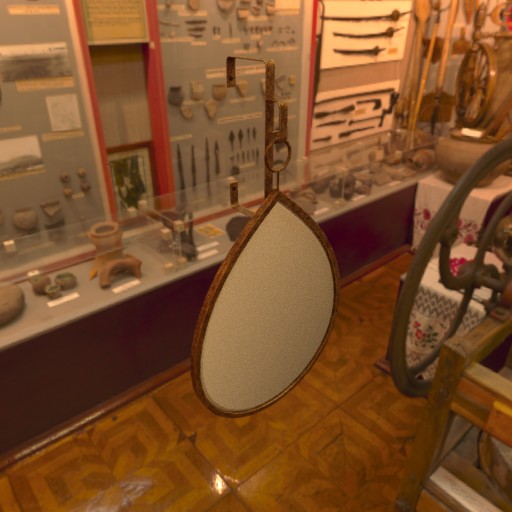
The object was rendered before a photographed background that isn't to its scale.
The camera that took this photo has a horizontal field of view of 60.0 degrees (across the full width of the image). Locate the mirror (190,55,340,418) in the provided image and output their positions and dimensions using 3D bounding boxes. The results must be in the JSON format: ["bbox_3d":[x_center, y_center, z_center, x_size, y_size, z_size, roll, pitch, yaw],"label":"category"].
[{"bbox_3d":[0.000,0.000,0.912,0.405,0.744,0.144,-22,36,-33],"label":"mirror"}]
